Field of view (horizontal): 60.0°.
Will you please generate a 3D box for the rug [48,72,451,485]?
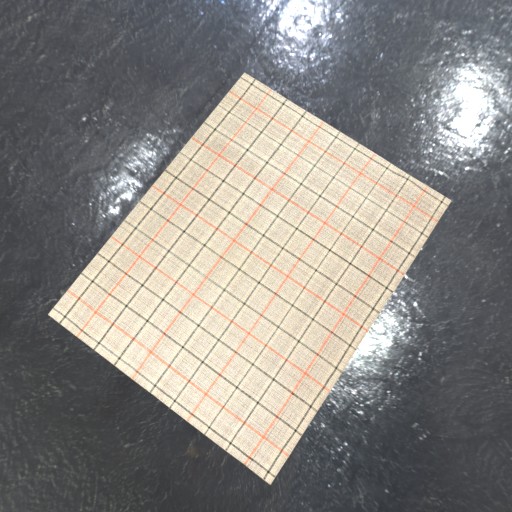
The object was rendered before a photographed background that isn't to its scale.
[{"bbox_3d":[0.000,0.000,4.120,2.444,0.012,3.048,34,79,8],"label":"rug"}]
